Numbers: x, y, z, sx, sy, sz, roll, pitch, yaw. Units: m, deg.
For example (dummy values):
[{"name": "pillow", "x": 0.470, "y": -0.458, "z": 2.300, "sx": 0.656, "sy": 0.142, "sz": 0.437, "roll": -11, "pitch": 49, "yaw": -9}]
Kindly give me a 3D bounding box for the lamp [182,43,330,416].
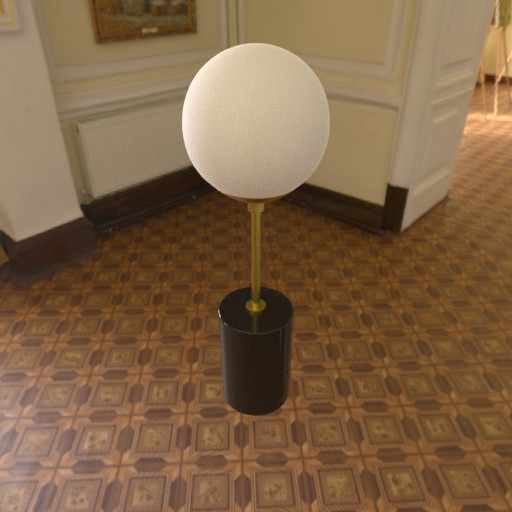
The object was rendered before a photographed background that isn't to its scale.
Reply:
[{"name": "lamp", "x": 0.000, "y": 0.000, "z": 0.552, "sx": 0.153, "sy": 0.480, "sz": 0.153, "roll": 0, "pitch": 32, "yaw": 0}]
